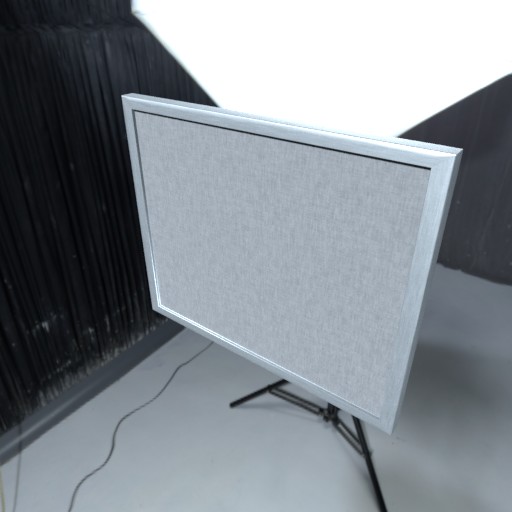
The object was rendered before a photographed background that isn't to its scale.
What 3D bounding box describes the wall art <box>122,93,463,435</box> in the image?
[{"bbox_3d":[0.000,0.000,0.741,0.556,0.457,0.028,20,36,31],"label":"wall art"}]
